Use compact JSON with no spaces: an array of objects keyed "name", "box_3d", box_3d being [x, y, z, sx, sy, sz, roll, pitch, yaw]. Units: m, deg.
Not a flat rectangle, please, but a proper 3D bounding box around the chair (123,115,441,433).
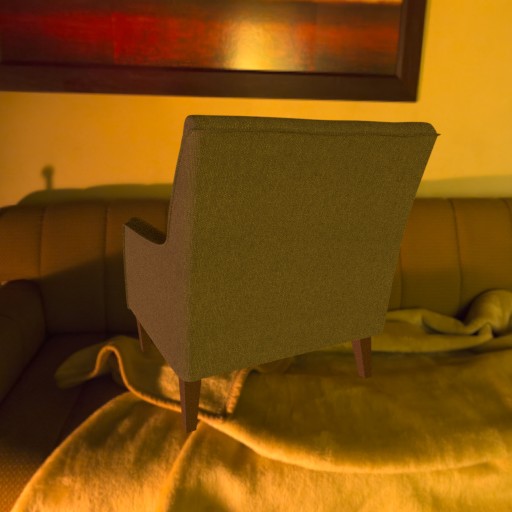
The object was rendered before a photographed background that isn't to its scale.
[{"name":"chair","box_3d":[0.000,0.000,1.612,0.780,0.919,0.899,-7,16,-27]}]
